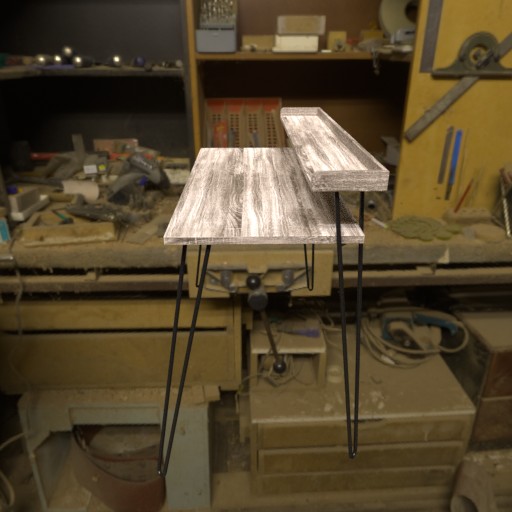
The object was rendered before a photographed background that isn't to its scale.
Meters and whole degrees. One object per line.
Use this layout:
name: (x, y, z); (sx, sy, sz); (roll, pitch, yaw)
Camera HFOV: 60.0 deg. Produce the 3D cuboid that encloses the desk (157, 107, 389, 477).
desk: (0.000, 0.000, 1.617); (0.605, 0.899, 1.135); (0, 26, -1)
